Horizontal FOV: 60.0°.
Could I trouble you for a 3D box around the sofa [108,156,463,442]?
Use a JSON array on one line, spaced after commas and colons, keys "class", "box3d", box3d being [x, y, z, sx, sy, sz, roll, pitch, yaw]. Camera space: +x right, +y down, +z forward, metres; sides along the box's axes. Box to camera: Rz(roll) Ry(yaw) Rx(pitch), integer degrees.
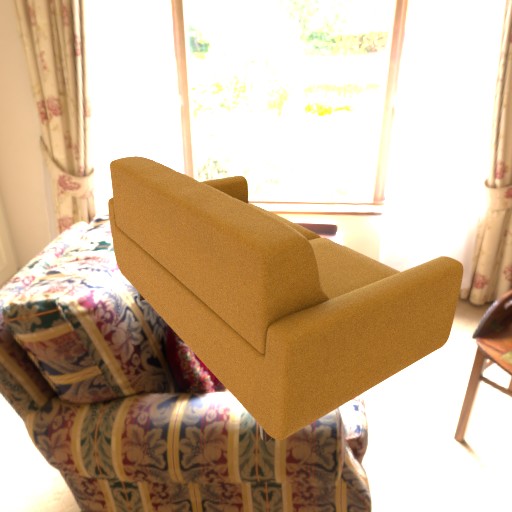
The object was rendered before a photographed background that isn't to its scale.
[{"class": "sofa", "box3d": [0.000, 0.000, 2.165, 0.909, 0.841, 1.631, -17, 30, -31]}]
